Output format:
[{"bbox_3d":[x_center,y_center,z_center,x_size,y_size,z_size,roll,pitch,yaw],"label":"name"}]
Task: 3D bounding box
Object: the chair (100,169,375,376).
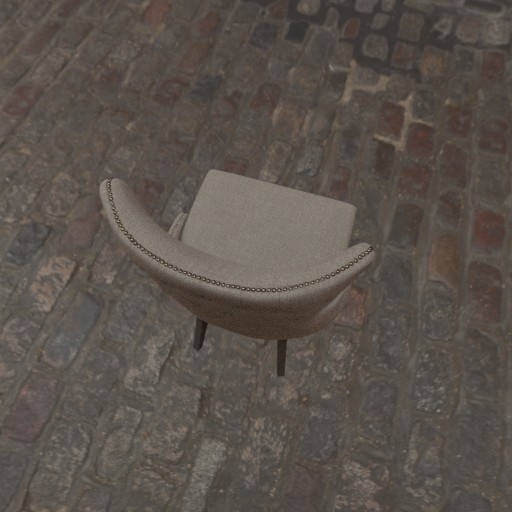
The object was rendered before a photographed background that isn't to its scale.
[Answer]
[{"bbox_3d":[0.000,0.000,1.394,0.628,0.967,0.635,16,64,8],"label":"chair"}]
